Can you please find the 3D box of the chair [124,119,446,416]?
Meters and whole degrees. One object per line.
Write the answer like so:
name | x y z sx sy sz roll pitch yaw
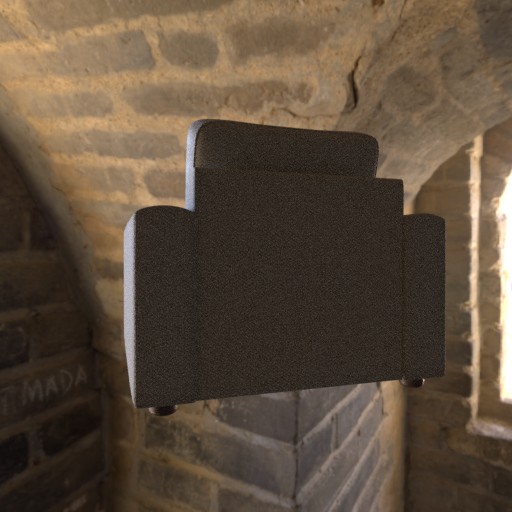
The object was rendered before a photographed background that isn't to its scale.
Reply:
chair | 0.000 0.000 1.789 1.005 0.873 1.016 0 1 -18
